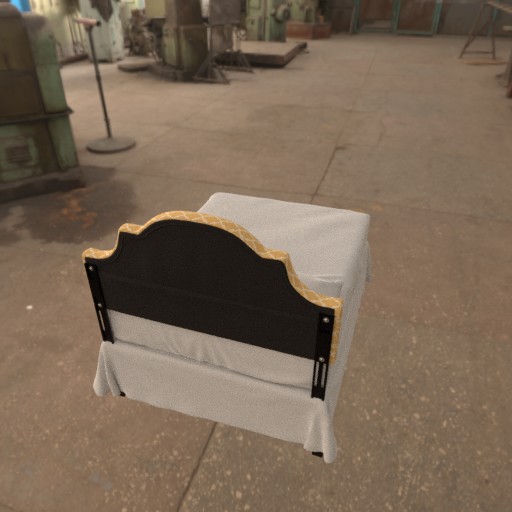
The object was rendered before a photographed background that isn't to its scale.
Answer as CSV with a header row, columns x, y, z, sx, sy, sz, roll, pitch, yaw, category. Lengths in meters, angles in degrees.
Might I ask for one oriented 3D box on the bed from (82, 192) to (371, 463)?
x,y,z,sx,sy,sz,roll,pitch,yaw,category
0.000,0.000,3.463,1.780,1.633,2.222,11,34,16,bed
